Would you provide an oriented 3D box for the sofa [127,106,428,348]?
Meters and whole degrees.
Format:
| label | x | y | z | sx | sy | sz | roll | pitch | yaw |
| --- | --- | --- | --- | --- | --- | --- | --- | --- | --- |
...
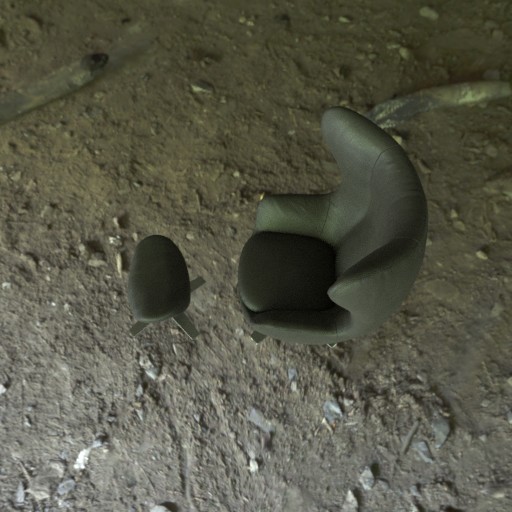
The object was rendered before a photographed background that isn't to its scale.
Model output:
| label | x | y | z | sx | sy | sz | roll | pitch | yaw |
| --- | --- | --- | --- | --- | --- | --- | --- | --- | --- |
| sofa | 0.000 | 0.000 | 2.146 | 1.444 | 1.135 | 0.894 | 2 | 59 | 1 |
